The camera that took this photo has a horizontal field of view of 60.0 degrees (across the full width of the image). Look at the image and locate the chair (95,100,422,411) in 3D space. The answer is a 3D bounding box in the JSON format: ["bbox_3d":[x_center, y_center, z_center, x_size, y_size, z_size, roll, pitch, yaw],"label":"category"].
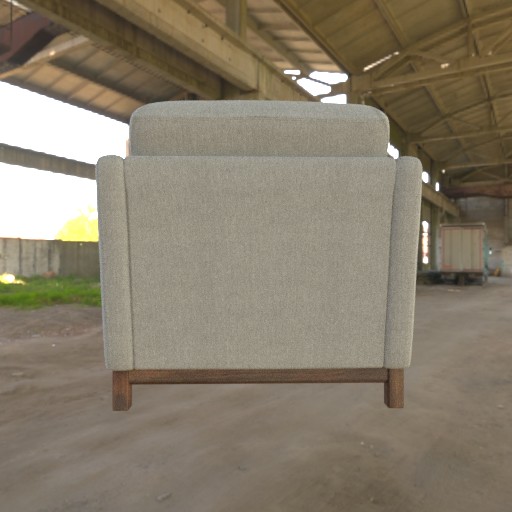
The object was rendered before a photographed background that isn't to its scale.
[{"bbox_3d":[0.000,0.000,1.516,0.826,0.821,0.892,0,0,-2],"label":"chair"}]
